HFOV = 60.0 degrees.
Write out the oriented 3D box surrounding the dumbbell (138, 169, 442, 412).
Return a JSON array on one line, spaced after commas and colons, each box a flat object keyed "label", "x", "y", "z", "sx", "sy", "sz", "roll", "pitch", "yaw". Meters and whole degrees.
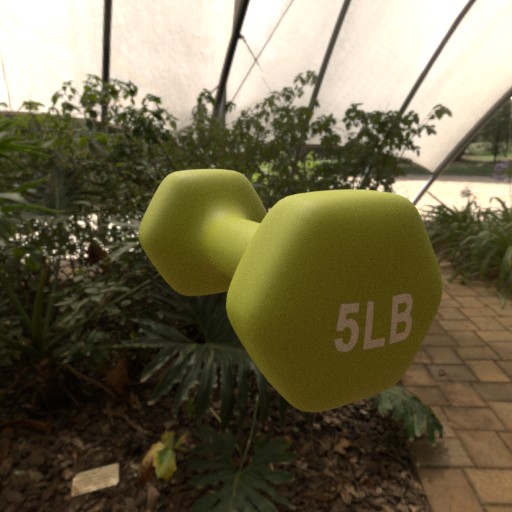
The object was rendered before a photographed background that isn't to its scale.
[{"label": "dumbbell", "x": 0.000, "y": 0.000, "z": 0.206, "sx": 0.080, "sy": 0.072, "sz": 0.164, "roll": -7, "pitch": 16, "yaw": -25}]
